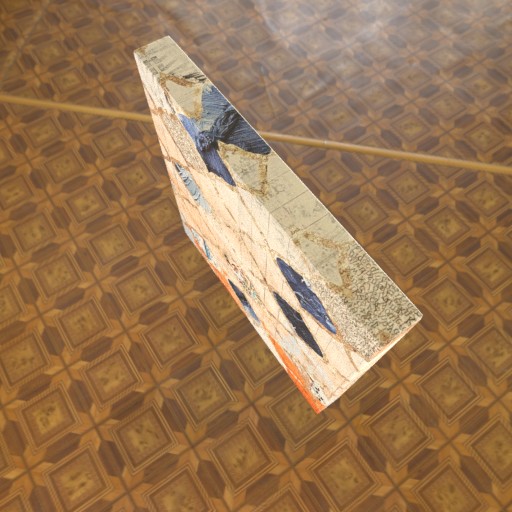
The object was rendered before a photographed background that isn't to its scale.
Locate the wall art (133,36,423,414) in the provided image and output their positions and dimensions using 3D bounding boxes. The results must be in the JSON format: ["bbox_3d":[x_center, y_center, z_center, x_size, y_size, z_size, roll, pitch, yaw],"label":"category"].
[{"bbox_3d":[0.000,0.000,0.450,0.036,0.304,0.303,-32,68,-15],"label":"wall art"}]
